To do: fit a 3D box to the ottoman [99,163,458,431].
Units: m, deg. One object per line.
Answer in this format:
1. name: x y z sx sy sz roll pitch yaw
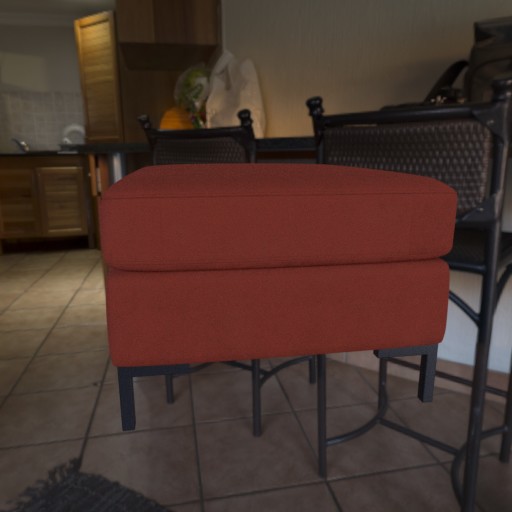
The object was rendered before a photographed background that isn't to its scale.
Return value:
1. ottoman: 0.000 0.000 1.154 0.650 0.462 0.782 -2 14 -9
